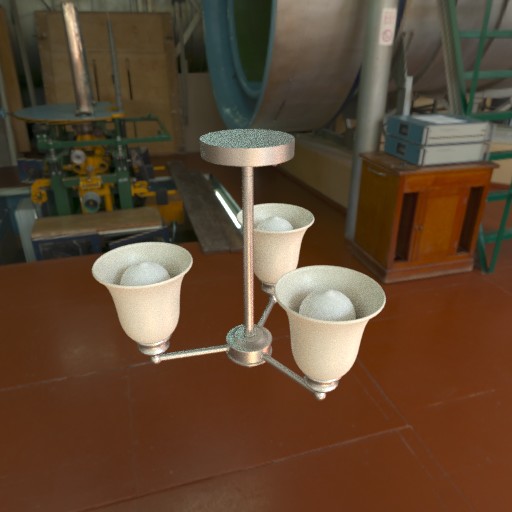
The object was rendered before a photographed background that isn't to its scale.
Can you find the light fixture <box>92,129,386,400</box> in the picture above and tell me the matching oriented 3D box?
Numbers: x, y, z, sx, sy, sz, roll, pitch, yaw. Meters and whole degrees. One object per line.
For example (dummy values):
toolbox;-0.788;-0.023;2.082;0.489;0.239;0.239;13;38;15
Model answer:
light fixture;0.000;0.000;0.677;0.388;0.370;0.354;8;27;15
